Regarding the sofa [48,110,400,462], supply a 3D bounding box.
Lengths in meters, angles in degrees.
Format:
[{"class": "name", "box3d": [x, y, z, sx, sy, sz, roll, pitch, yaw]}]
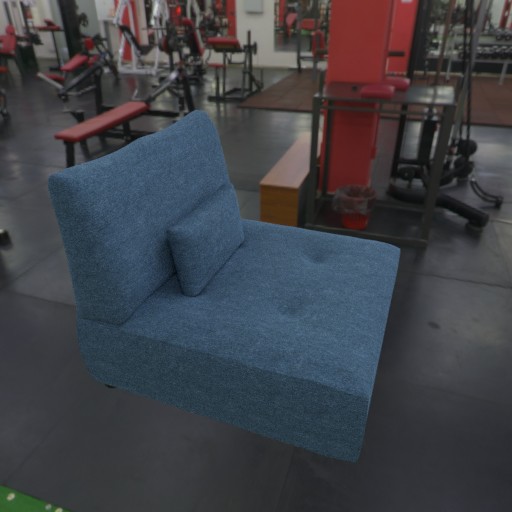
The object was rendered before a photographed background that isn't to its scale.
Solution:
[{"class": "sofa", "box3d": [0.000, 0.000, 1.653, 1.000, 0.820, 0.930, 11, 32, 18]}]
